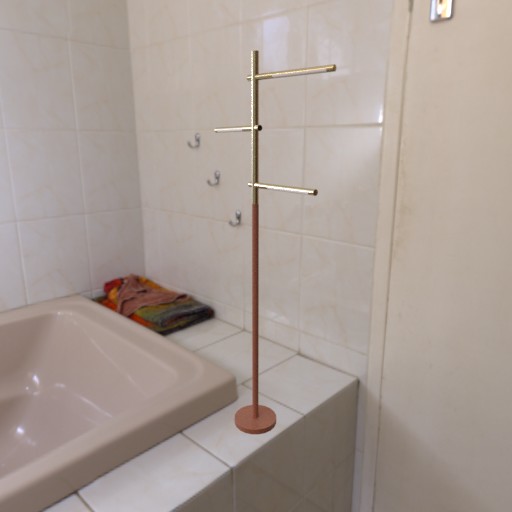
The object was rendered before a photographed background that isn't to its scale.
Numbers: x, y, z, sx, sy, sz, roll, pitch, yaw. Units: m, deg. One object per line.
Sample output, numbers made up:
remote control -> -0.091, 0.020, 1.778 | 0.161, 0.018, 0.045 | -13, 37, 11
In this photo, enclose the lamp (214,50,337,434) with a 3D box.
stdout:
lamp -> 0.000, 0.000, 1.996 | 0.209, 1.704, 0.737 | -14, 20, -43
